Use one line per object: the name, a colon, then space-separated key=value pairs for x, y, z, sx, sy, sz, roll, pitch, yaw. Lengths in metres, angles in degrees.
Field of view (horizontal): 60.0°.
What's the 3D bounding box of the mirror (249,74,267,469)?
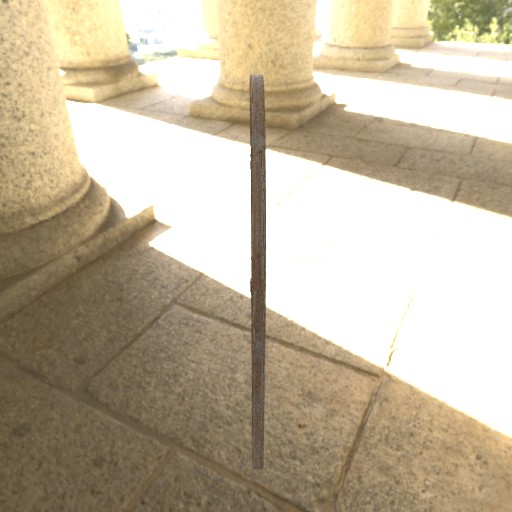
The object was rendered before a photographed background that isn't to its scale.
mirror: x=0.000 y=0.000 z=1.203 sx=0.032 sy=0.920 sz=0.660 roll=0 pitch=33 yaw=-1
